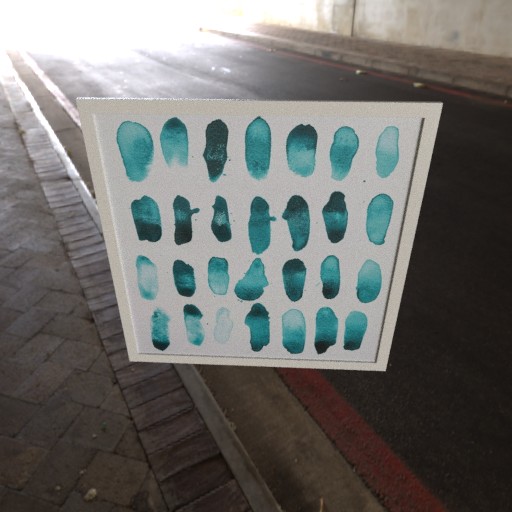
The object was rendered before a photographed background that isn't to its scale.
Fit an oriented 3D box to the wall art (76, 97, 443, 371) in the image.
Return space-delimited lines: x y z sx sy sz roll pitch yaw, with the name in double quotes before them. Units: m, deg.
"wall art" 0.000 0.000 1.197 0.812 0.813 0.013 2 32 3
